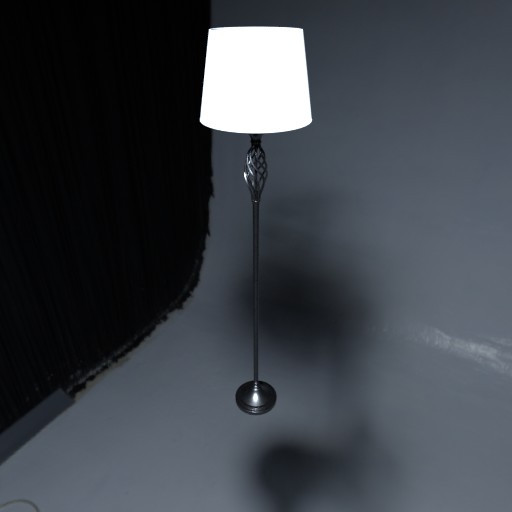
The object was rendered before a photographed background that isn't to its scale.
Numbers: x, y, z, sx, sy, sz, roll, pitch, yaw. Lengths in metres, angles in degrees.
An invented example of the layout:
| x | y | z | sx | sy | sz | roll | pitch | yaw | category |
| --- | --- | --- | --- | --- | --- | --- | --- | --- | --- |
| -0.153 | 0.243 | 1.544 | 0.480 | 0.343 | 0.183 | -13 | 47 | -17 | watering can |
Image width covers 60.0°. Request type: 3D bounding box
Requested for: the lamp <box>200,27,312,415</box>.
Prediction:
| x | y | z | sx | sy | sz | roll | pitch | yaw | category |
| --- | --- | --- | --- | --- | --- | --- | --- | --- | --- |
| 0.000 | 0.000 | 1.780 | 0.379 | 1.623 | 0.379 | 0 | 30 | 0 | lamp |
